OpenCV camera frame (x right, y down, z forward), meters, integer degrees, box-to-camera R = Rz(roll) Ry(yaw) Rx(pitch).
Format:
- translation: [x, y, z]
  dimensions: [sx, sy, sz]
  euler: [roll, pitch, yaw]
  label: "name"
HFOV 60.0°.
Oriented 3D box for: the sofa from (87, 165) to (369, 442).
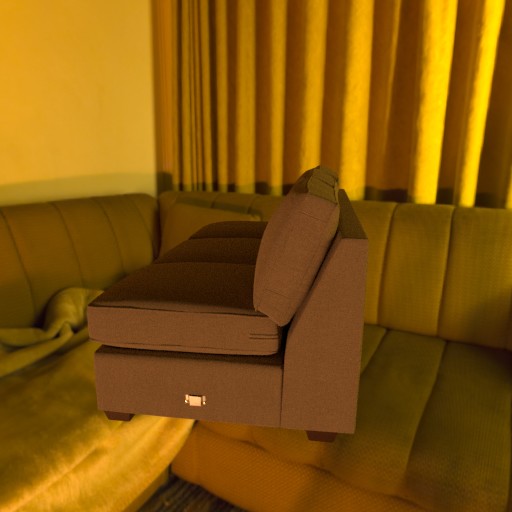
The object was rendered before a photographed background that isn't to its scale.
- translation: [0.000, 0.000, 2.696]
  dimensions: [1.127, 1.036, 2.092]
  euler: [2, 14, 8]
  label: "sofa"
